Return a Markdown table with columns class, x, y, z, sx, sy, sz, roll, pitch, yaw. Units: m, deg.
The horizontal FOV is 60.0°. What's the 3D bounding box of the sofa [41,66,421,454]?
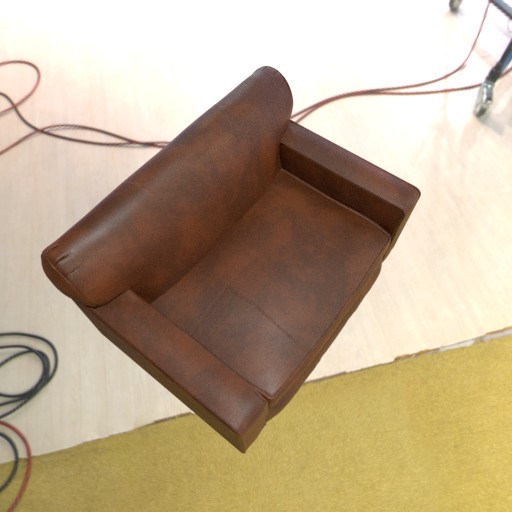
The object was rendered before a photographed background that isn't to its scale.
| class | x | y | z | sx | sy | sz | roll | pitch | yaw |
| --- | --- | --- | --- | --- | --- | --- | --- | --- | --- |
| sofa | 0.000 | 0.000 | 2.091 | 1.000 | 0.956 | 1.413 | 34 | 65 | 18 |
